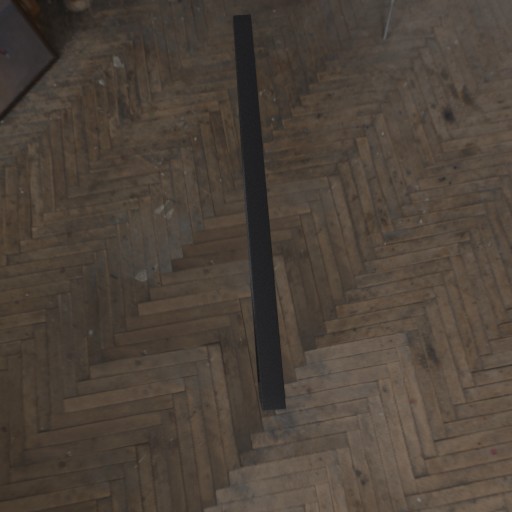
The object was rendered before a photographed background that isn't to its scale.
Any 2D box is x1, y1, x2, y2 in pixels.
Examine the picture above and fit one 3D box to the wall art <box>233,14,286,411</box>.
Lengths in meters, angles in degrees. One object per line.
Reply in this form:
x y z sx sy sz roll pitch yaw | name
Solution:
0.000 0.000 0.693 0.021 0.509 0.430 -4 74 -1 | wall art
